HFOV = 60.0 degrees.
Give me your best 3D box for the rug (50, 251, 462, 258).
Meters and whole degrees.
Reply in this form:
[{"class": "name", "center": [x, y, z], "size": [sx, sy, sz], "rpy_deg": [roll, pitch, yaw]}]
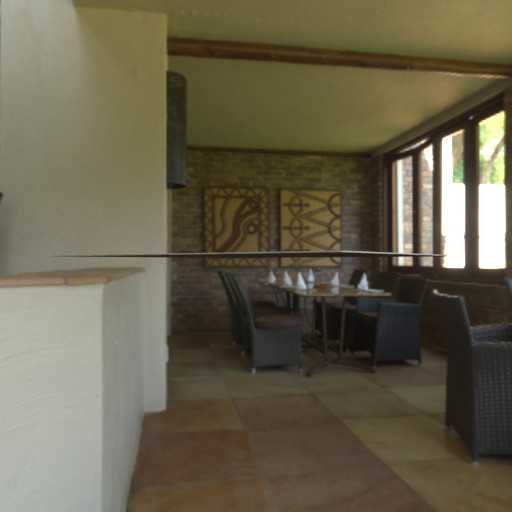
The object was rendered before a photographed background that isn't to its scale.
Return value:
[{"class": "rug", "center": [0.000, 0.000, 4.150], "size": [3.036, 0.008, 2.440], "rpy_deg": [-1, -1, 38]}]
